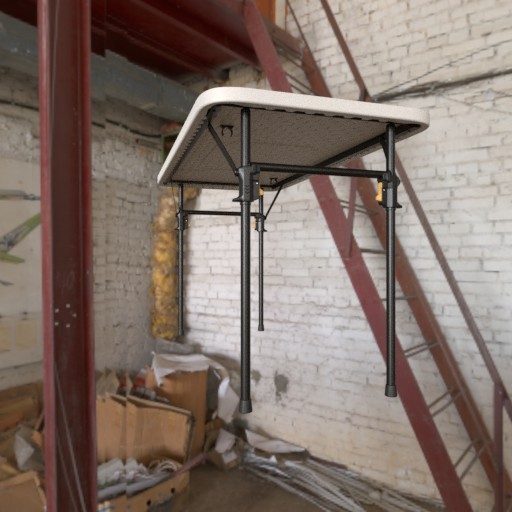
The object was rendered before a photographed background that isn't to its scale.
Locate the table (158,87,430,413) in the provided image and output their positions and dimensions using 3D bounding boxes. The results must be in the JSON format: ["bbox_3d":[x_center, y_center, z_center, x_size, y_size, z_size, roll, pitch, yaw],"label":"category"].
[{"bbox_3d":[0.000,0.000,1.606,0.610,0.729,1.219,0,0,-18],"label":"table"}]
